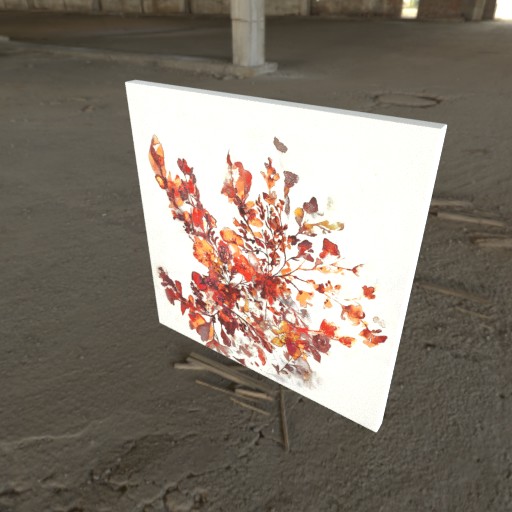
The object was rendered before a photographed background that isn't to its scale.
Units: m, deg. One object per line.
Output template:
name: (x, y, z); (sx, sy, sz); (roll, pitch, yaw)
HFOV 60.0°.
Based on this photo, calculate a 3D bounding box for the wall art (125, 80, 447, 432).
wall art: (0.000, 0.000, 1.111); (0.757, 0.757, 0.037); (20, 36, 29)
